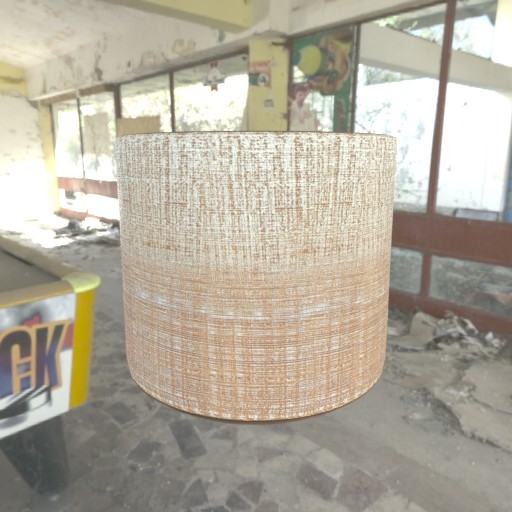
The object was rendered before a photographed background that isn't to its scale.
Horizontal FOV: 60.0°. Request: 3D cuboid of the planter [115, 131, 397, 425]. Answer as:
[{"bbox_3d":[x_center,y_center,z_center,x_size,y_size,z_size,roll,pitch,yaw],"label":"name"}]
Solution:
[{"bbox_3d":[0.000,0.000,0.185,0.109,0.096,0.109,0,13,0],"label":"planter"}]
